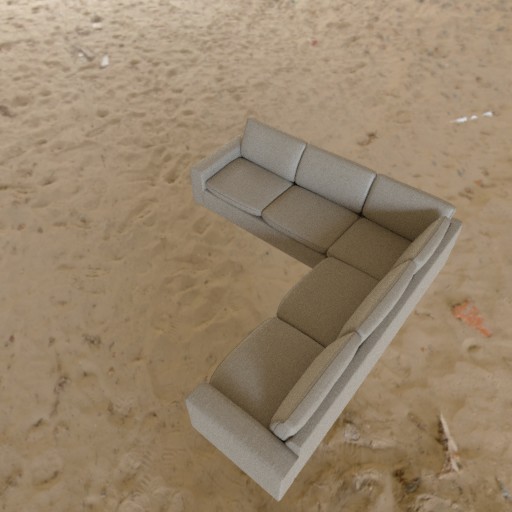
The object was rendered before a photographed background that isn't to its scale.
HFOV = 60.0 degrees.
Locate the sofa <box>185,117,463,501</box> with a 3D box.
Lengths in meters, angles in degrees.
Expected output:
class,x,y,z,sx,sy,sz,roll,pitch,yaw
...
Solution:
class,x,y,z,sx,sy,sz,roll,pitch,yaw
sofa,0.000,0.000,3.961,2.622,0.800,2.742,31,55,25
